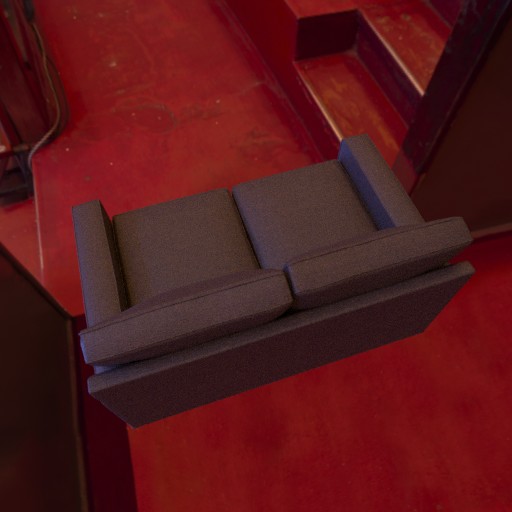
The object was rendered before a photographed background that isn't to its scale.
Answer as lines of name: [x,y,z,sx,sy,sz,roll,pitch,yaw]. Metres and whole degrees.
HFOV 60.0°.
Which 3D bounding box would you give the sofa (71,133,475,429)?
sofa: [0.000,0.000,2.079,1.534,0.887,0.974,-16,60,-9]
